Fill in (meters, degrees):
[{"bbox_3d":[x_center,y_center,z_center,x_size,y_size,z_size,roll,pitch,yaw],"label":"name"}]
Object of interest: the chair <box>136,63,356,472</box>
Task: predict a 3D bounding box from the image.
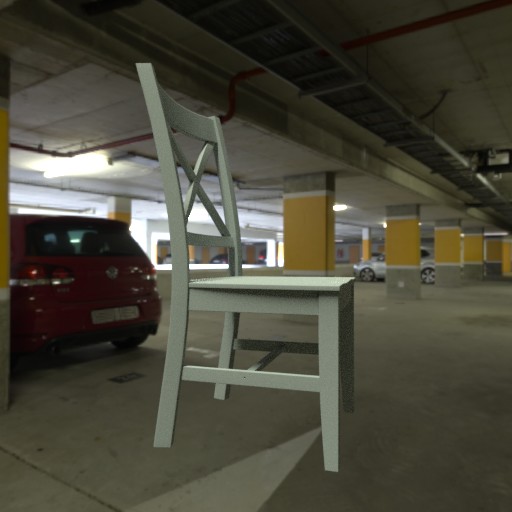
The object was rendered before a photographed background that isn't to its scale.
[{"bbox_3d":[0.000,0.000,1.288,0.542,0.983,0.485,0,0,17],"label":"chair"}]
